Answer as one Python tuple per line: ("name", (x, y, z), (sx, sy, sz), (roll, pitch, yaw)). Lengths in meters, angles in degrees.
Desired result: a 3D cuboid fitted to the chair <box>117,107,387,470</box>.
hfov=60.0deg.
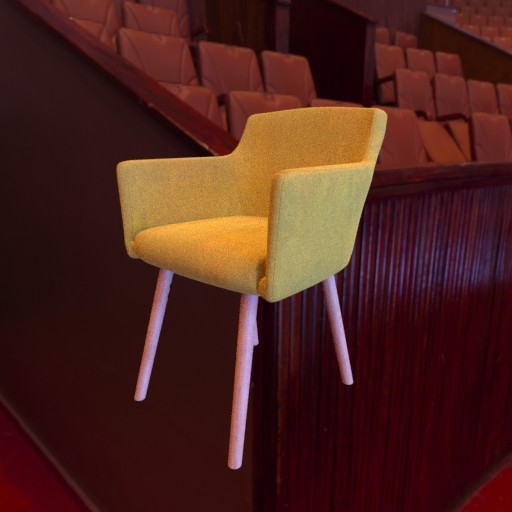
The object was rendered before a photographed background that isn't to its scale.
("chair", (0.000, 0.000, 1.188), (0.570, 0.780, 0.570), (13, 20, 41))
